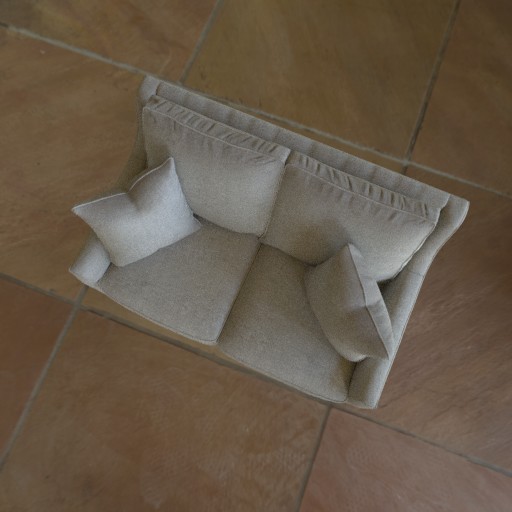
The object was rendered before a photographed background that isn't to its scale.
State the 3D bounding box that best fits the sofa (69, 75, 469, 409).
[{"bbox_3d":[0.000,0.000,1.997,1.422,0.863,0.915,23,77,6],"label":"sofa"}]
